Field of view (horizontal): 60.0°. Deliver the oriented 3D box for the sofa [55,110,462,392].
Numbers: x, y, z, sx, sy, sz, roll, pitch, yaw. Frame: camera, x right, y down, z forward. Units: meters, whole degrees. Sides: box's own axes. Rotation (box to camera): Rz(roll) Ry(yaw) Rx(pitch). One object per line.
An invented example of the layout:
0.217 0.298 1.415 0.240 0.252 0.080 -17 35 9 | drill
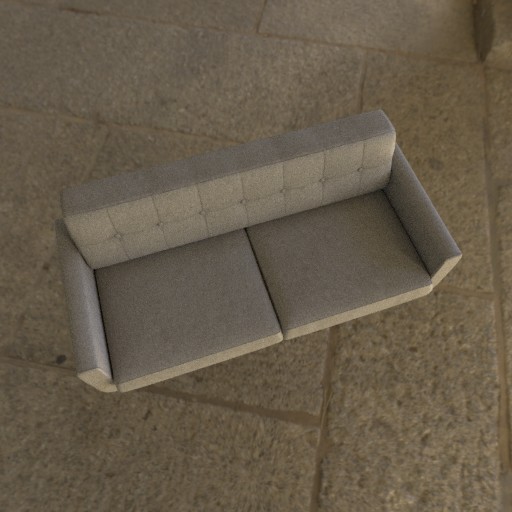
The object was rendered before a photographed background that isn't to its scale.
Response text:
0.000 0.000 2.539 2.055 0.873 0.968 -16 64 -8 | sofa
